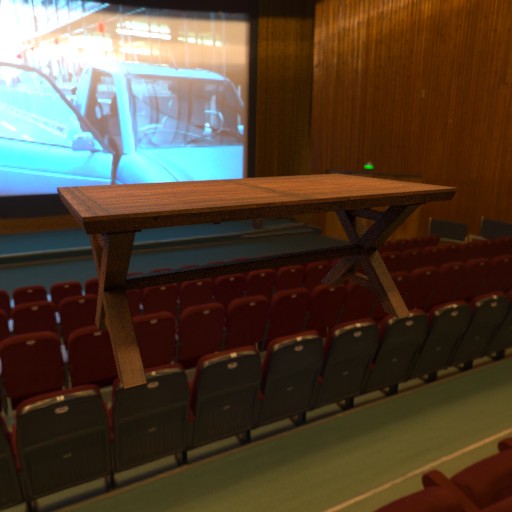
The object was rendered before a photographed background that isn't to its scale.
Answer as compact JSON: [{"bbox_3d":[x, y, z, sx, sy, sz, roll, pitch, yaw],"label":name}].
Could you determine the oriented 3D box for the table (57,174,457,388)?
[{"bbox_3d":[0.000,0.000,2.581,1.966,0.793,1.071,-8,17,-27],"label":"table"}]
